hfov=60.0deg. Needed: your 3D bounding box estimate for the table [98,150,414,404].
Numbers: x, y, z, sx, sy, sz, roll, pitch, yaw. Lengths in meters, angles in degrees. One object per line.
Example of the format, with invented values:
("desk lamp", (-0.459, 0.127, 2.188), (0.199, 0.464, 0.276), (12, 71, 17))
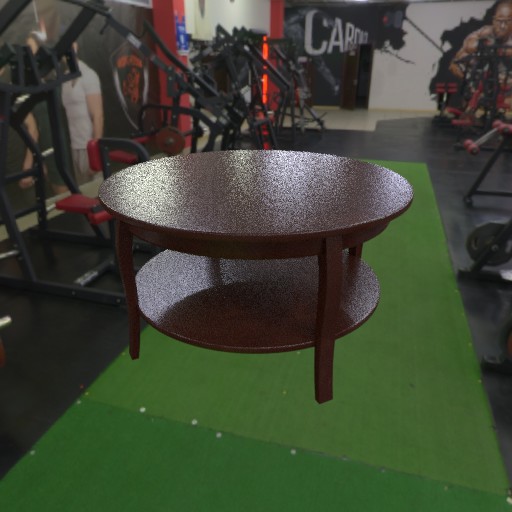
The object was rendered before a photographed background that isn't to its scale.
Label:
("table", (0.000, 0.000, 1.448), (0.911, 0.512, 0.911), (0, 24, 0))
